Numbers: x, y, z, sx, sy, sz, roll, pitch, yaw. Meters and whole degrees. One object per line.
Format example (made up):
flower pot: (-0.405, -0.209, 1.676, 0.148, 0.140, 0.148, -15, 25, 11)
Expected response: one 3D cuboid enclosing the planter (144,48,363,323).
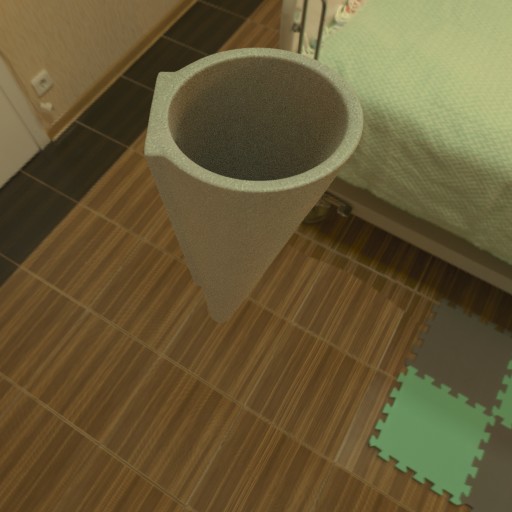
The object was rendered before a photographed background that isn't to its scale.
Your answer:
planter: (0.000, 0.000, 0.217, 0.064, 0.191, 0.057, 2, 63, 1)
